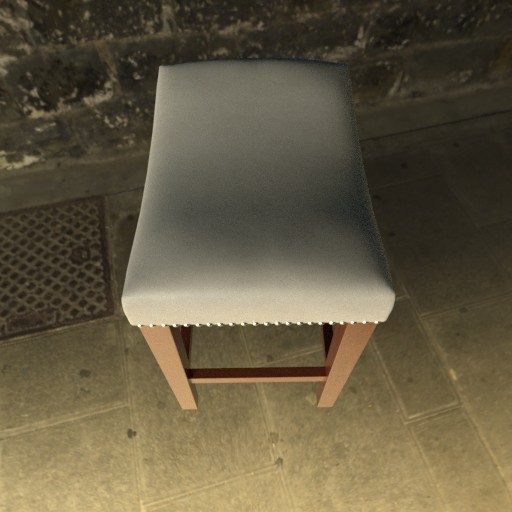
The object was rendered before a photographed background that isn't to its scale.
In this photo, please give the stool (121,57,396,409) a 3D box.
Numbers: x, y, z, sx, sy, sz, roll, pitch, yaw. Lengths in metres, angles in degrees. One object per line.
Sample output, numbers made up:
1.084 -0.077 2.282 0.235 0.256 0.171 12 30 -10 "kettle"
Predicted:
0.000 0.000 0.948 0.375 0.632 0.509 -1 58 0 "stool"
